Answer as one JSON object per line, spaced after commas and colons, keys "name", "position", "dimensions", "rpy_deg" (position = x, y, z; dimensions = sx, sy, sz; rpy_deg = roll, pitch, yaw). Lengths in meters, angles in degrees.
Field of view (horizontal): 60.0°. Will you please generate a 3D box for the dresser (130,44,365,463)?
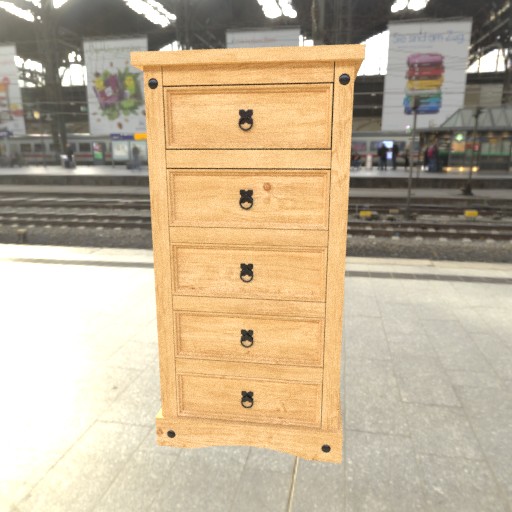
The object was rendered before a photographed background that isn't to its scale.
{"name": "dresser", "position": [0.000, 0.000, 1.294], "dimensions": [0.531, 1.041, 0.390], "rpy_deg": [2, 13, 8]}
